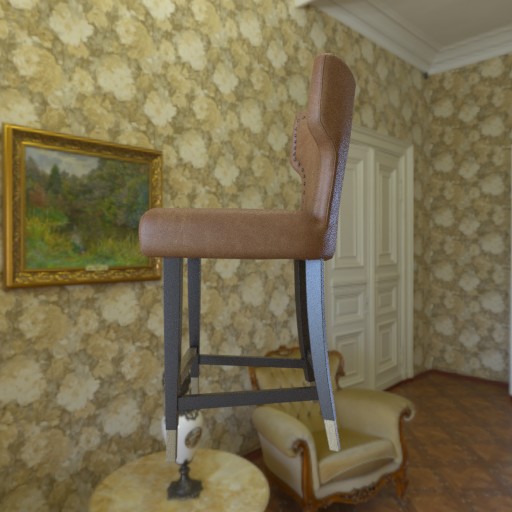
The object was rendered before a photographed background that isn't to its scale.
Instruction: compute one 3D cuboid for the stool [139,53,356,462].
[{"bbox_3d":[0.000,0.000,1.296,0.563,0.982,0.526,0,0,-1],"label":"stool"}]
